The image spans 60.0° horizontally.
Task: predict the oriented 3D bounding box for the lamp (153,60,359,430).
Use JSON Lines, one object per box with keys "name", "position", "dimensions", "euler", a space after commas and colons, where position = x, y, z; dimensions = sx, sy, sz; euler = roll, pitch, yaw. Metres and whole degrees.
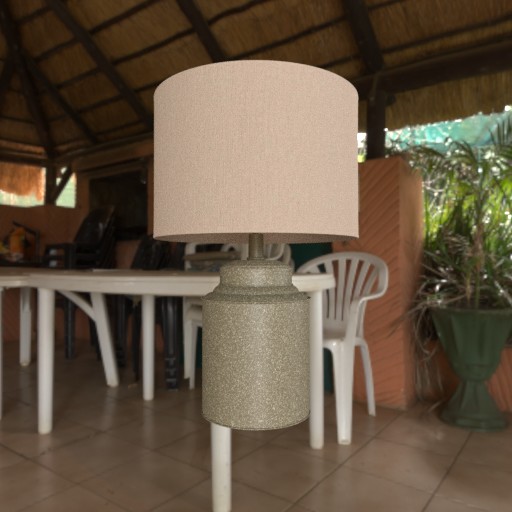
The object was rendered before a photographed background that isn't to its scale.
{"name": "lamp", "position": [0.000, 0.000, 0.703], "dimensions": [0.318, 0.486, 0.318], "euler": [0, -1, 0]}
